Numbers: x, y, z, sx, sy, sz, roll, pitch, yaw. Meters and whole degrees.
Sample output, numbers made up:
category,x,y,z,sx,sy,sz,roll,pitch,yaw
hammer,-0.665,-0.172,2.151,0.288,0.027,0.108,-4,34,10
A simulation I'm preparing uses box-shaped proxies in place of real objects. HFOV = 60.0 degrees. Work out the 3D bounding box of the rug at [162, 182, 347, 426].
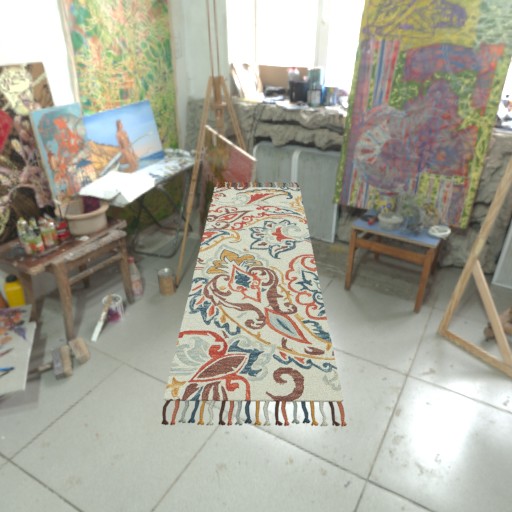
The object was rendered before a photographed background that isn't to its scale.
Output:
category,x,y,z,sx,sy,sz,roll,pitch,yaw
rug,0.000,0.000,2.926,0.763,0.015,2.682,0,30,0
